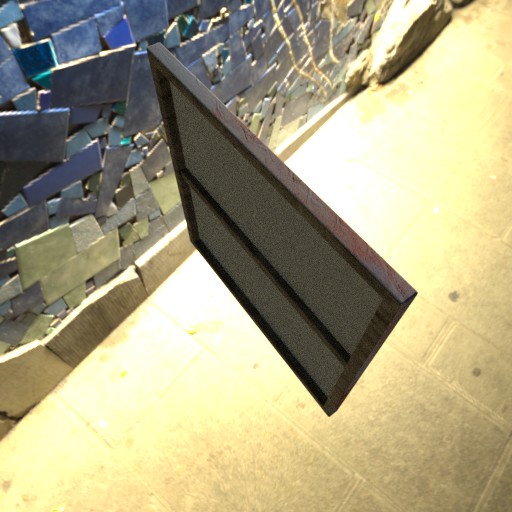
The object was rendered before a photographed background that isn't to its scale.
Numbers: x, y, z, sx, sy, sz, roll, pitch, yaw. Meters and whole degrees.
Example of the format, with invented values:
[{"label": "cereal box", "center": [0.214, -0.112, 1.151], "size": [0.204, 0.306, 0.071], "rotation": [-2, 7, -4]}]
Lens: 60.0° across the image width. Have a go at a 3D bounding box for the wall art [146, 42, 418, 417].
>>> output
[{"label": "wall art", "center": [0.000, 0.000, 1.106], "size": [0.035, 0.747, 0.747], "rotation": [-32, 64, -18]}]
